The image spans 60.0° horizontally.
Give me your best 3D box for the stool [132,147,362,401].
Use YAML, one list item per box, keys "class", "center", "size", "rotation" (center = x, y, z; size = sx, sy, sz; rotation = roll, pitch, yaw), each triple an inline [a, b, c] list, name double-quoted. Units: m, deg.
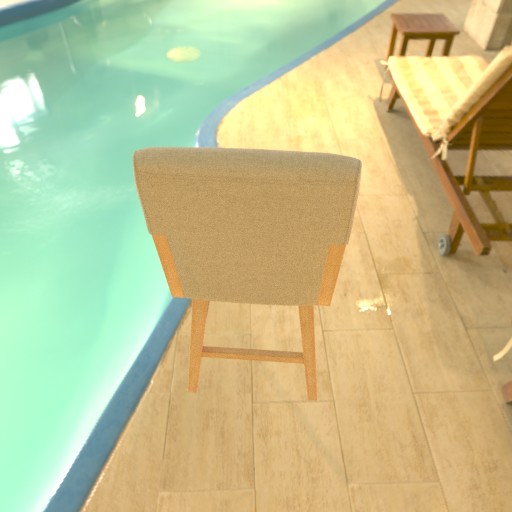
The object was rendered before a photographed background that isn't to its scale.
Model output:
- class: "stool"
  center: [0.000, 0.000, 1.420]
  size: [0.507, 1.085, 0.606]
  rotation: [3, 45, 3]
